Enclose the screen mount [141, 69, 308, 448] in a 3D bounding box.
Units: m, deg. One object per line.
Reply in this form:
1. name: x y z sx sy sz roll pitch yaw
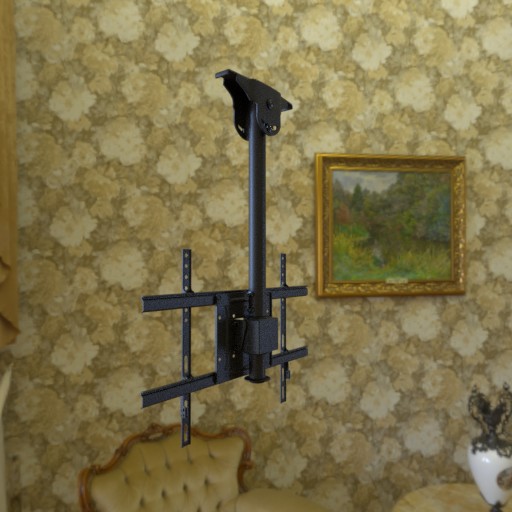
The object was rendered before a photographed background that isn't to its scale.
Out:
1. screen mount: 0.000 0.000 1.026 0.090 0.775 0.595 -1 -2 36
